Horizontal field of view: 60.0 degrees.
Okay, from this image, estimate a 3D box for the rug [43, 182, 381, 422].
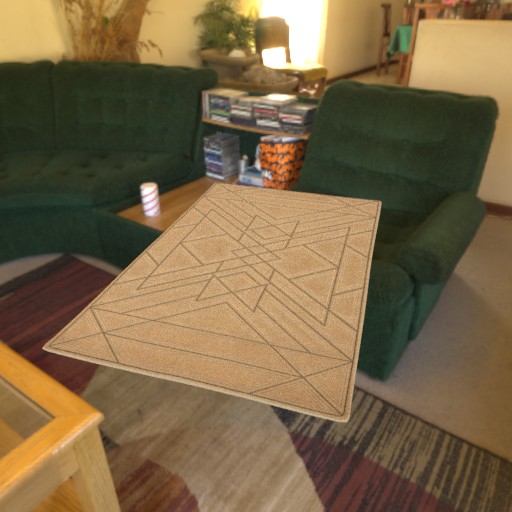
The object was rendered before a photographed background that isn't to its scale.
[{"bbox_3d":[0.000,0.000,3.098,1.575,0.023,2.459,9,32,15],"label":"rug"}]
